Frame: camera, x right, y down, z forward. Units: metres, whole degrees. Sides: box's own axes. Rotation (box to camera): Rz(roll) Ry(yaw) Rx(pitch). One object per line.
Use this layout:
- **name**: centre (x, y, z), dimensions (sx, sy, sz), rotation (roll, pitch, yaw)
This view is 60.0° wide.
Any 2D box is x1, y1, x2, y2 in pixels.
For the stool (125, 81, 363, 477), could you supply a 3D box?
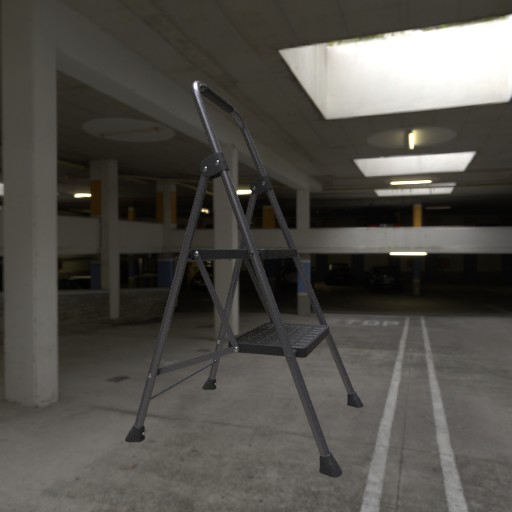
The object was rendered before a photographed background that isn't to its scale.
- **stool**: centre (0.000, 0.000, 1.167), dimensions (0.514, 0.872, 0.450), rotation (0, 1, 19)
